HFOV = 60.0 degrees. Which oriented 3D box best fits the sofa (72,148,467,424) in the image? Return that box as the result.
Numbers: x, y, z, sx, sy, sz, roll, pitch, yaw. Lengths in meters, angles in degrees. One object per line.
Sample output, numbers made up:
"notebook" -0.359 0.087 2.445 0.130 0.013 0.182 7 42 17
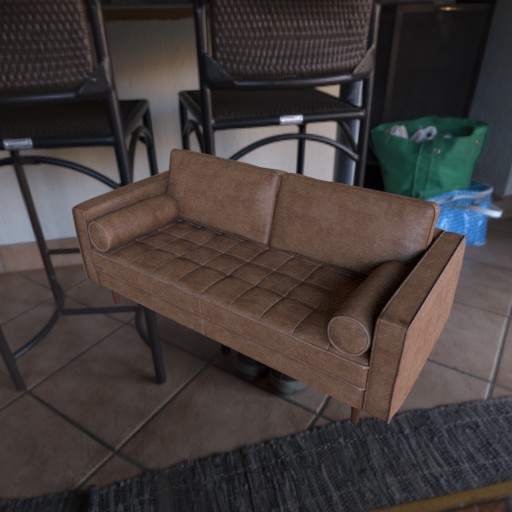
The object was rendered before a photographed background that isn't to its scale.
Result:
"sofa" 0.000 0.000 2.398 1.920 0.825 0.924 19 34 30
